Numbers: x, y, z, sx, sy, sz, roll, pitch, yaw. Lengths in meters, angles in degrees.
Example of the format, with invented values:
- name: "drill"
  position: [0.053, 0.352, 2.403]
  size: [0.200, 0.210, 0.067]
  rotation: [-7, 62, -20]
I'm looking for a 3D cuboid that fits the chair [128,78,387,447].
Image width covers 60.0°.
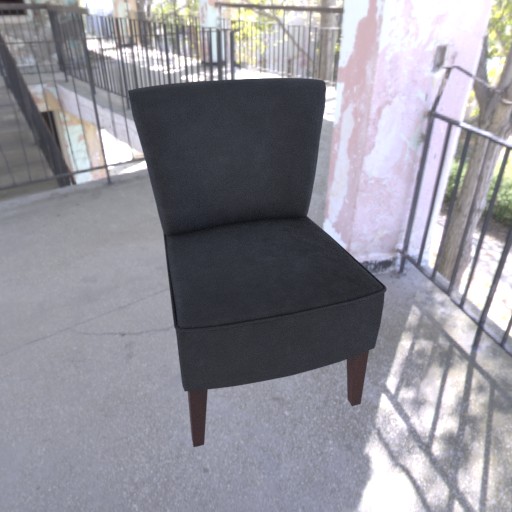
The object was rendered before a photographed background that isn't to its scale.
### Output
- name: "chair"
  position: [0.000, 0.000, 1.177]
  size: [0.521, 0.806, 0.554]
  rotation: [-9, 32, -15]
